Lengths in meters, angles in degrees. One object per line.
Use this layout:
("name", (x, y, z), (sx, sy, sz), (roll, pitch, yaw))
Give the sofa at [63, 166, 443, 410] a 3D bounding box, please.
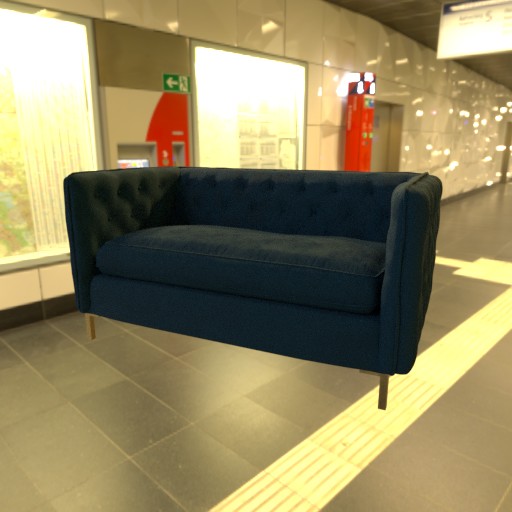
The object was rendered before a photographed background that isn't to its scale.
("sofa", (0.000, 0.000, 2.142), (1.583, 0.810, 0.909), (6, 15, 24))
